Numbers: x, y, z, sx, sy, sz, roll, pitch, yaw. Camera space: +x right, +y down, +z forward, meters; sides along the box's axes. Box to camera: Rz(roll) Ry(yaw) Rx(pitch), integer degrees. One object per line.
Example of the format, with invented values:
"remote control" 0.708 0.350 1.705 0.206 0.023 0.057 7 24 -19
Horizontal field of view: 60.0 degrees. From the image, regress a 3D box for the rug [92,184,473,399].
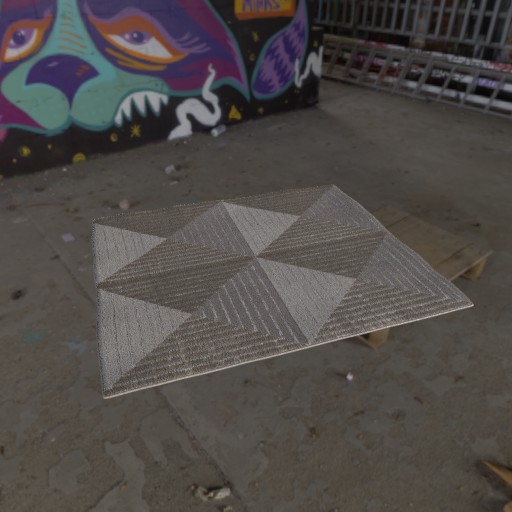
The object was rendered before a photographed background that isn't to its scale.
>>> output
"rug" 0.000 0.000 0.919 0.642 0.008 0.551 -10 35 -15
